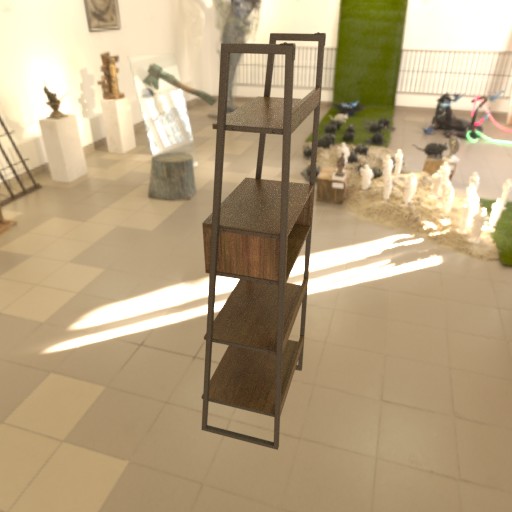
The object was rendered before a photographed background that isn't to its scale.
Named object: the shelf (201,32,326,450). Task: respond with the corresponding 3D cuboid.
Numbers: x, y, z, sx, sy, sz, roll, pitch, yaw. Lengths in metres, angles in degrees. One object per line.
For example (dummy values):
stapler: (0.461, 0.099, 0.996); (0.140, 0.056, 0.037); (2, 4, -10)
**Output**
shelf: (0.000, 0.000, 2.249); (0.454, 2.005, 0.652); (9, 31, 15)
